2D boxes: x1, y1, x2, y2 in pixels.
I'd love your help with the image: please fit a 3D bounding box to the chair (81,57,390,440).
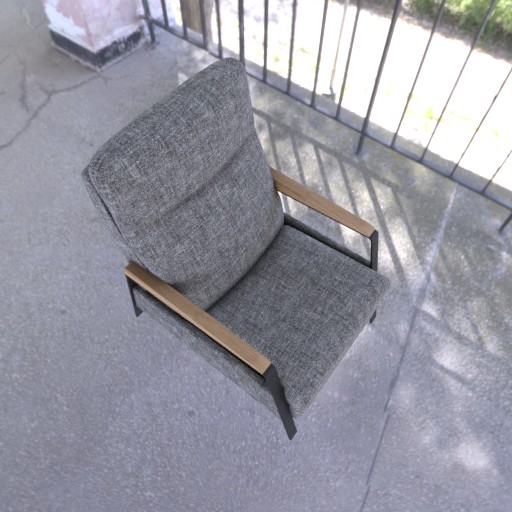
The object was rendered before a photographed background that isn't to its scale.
[{"bbox_3d":[0.000,0.000,1.584,0.868,1.042,0.671,33,64,19],"label":"chair"}]
